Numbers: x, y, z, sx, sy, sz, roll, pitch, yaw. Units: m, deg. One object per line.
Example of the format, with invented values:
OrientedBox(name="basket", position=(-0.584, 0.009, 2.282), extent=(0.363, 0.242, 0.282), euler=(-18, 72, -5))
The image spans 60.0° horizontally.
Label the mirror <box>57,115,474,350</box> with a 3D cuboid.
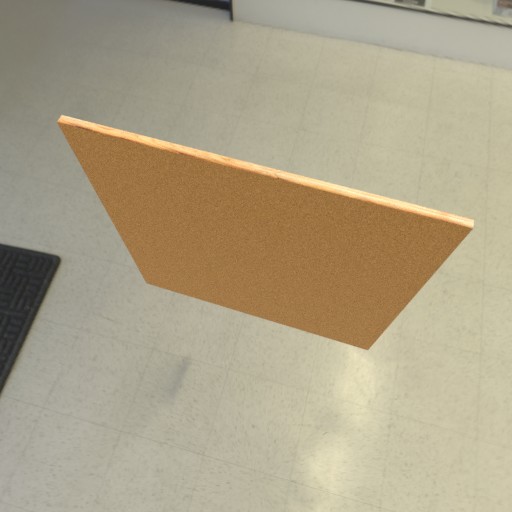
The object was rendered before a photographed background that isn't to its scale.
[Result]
OrientedBox(name="mirror", position=(0.000, 0.000, 1.190), extent=(0.804, 0.804, 0.061), euler=(16, 64, 8))
